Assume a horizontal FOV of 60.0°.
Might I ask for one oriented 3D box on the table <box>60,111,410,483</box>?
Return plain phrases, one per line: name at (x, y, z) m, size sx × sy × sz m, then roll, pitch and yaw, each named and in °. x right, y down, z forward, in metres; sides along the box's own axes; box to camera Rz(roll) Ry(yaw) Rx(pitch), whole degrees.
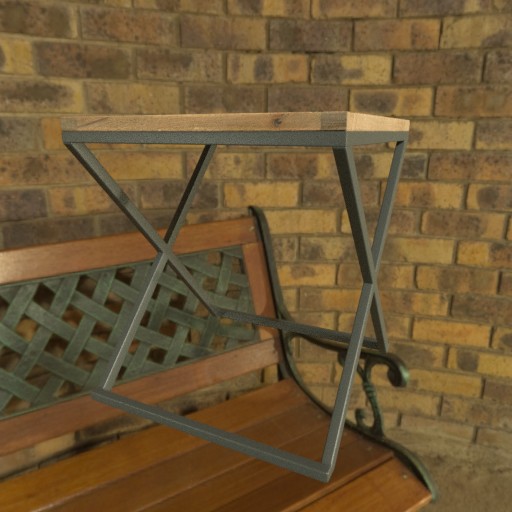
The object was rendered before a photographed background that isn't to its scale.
table at (0.000, 0.000, 0.929) m, size 0.499 × 0.550 × 0.498 m, roll 8°, pitch 17°, yaw 26°
